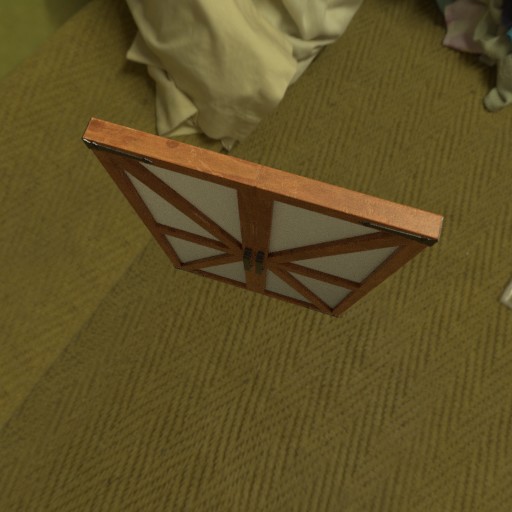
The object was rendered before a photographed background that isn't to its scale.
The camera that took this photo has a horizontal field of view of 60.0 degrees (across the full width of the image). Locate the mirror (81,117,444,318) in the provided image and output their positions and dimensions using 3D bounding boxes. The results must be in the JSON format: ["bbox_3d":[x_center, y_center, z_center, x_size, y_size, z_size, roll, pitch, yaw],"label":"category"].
[{"bbox_3d":[0.000,0.000,0.976,0.517,0.761,0.053,17,75,5],"label":"mirror"}]
